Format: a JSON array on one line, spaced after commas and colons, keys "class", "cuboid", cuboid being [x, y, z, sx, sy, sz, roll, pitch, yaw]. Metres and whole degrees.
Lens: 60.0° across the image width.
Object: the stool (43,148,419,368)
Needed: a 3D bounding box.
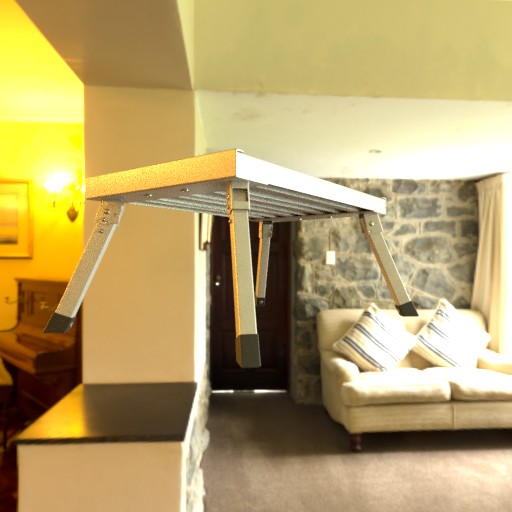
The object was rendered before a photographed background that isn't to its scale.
[{"class": "stool", "cuboid": [0.000, 0.000, 0.743, 0.385, 0.225, 0.535, -1, -1, 36]}]
